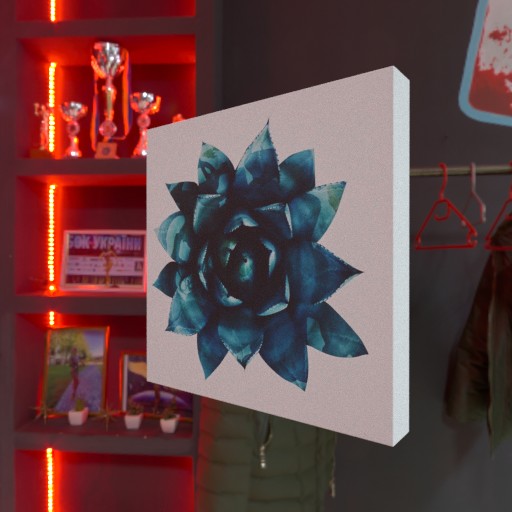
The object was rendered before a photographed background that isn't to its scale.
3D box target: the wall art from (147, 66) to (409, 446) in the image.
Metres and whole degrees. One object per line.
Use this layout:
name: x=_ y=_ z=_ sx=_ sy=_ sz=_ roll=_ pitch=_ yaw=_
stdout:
wall art: x=0.000 y=0.000 z=0.461 sx=0.305 sy=0.305 sz=0.038 roll=0 pitch=0 yaw=37
